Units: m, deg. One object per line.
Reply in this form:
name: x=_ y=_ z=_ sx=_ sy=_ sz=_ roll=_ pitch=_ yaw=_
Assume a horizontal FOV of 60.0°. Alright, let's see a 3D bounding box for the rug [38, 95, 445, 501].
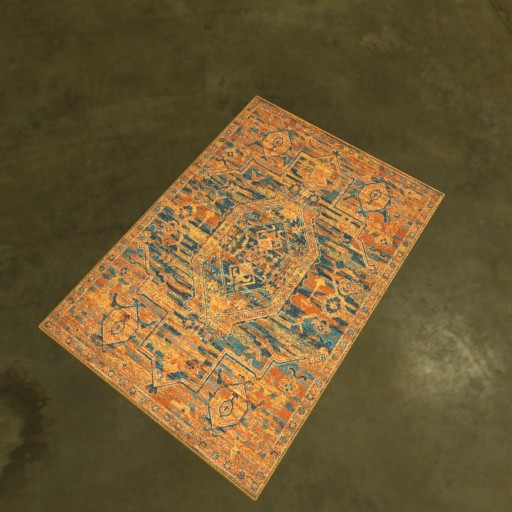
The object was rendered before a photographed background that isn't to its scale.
rug: x=0.000 y=0.000 z=3.659 sx=2.043 sy=0.019 sz=2.916 roll=32 pitch=69 yaw=14
